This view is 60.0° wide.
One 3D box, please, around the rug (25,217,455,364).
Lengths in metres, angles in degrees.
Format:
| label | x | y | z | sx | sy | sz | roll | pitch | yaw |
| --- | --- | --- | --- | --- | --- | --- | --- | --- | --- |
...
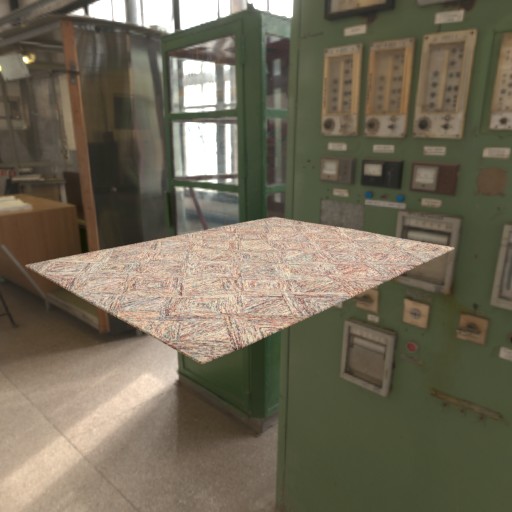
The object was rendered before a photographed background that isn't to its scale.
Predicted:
| label | x | y | z | sx | sy | sz | roll | pitch | yaw |
| --- | --- | --- | --- | --- | --- | --- | --- | --- | --- |
| rug | 0.000 | 0.000 | 4.109 | 2.436 | 0.024 | 3.226 | 15 | 21 | 42 |
